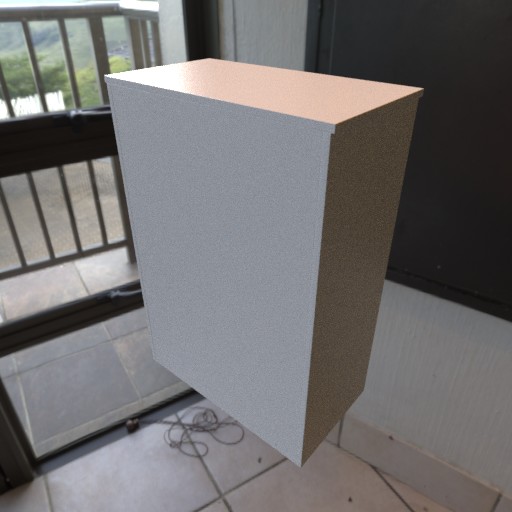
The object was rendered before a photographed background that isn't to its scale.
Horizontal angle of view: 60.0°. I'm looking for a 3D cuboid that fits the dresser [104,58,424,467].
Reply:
[{"bbox_3d":[0.000,0.000,1.368,0.704,1.021,0.401,24,39,33],"label":"dresser"}]
